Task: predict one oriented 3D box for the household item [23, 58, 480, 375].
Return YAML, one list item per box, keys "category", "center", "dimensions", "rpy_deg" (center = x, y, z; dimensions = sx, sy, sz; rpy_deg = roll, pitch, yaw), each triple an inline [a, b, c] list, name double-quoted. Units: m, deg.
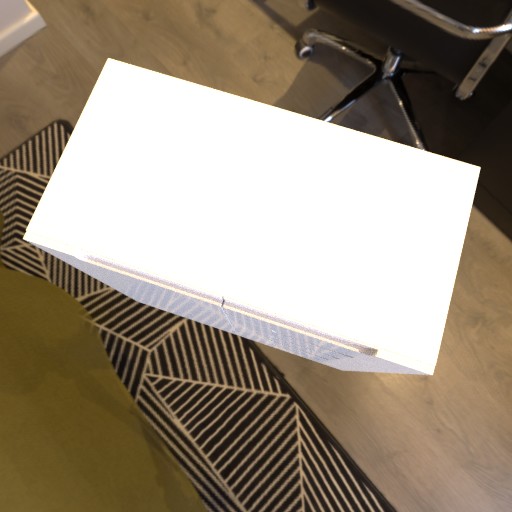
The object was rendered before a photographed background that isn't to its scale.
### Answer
- category: "household item"
  center: [0.000, 0.000, 1.284]
  dimensions: [0.800, 0.870, 0.420]
  rpy_deg: [18, 77, 4]
